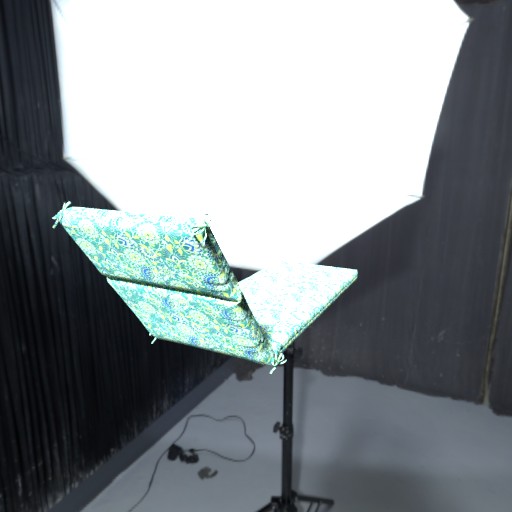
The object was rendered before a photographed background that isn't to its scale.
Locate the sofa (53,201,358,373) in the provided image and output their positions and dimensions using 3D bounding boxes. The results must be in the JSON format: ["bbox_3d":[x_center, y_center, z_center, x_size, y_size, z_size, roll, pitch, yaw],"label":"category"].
[{"bbox_3d":[0.000,0.000,1.978,0.582,0.622,1.663,7,16,26],"label":"sofa"}]
